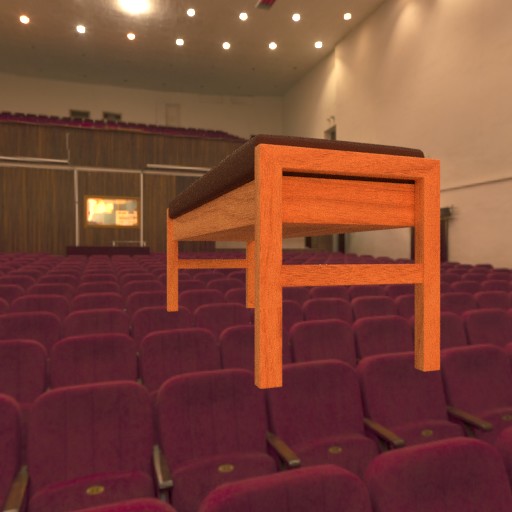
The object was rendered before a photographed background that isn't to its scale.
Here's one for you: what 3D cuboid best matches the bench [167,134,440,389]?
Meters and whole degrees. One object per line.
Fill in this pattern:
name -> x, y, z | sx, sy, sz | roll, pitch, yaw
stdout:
bench -> 0.000, 0.000, 1.434 | 0.405, 0.480, 1.200 | 0, 0, -19
